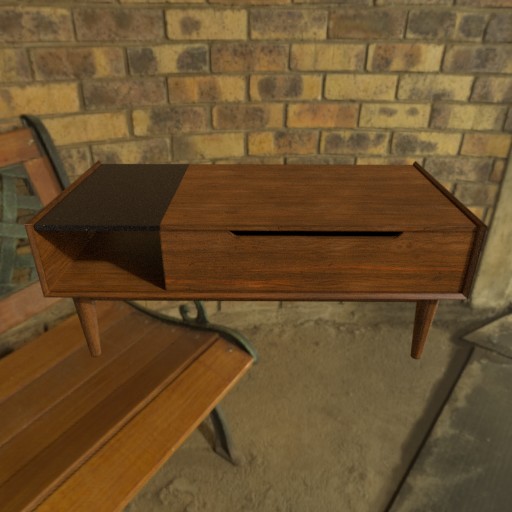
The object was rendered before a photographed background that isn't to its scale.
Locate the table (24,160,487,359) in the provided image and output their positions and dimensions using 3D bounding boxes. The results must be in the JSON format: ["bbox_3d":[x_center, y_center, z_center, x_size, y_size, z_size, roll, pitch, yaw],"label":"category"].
[{"bbox_3d":[0.000,0.000,1.557,1.221,0.508,0.610,0,28,0],"label":"table"}]
